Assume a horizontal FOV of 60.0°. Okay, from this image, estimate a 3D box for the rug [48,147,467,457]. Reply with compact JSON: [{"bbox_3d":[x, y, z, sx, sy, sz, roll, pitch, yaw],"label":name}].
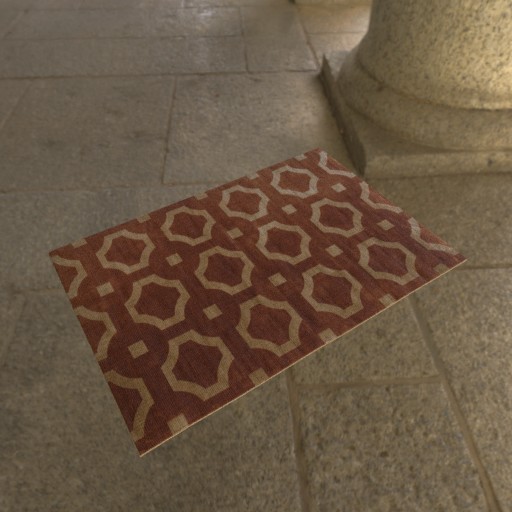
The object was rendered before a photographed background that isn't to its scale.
[{"bbox_3d":[0.000,0.000,2.915,2.286,0.016,1.555,-25,52,-22],"label":"rug"}]
